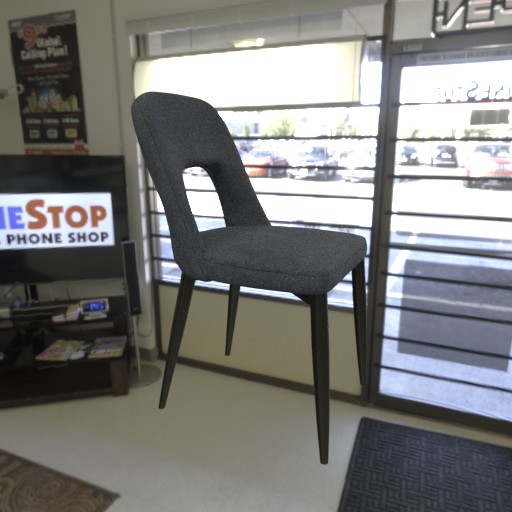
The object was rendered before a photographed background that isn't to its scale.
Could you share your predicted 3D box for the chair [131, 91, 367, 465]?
[{"bbox_3d":[0.000,0.000,1.312,0.612,0.931,0.470,7,16,26],"label":"chair"}]
